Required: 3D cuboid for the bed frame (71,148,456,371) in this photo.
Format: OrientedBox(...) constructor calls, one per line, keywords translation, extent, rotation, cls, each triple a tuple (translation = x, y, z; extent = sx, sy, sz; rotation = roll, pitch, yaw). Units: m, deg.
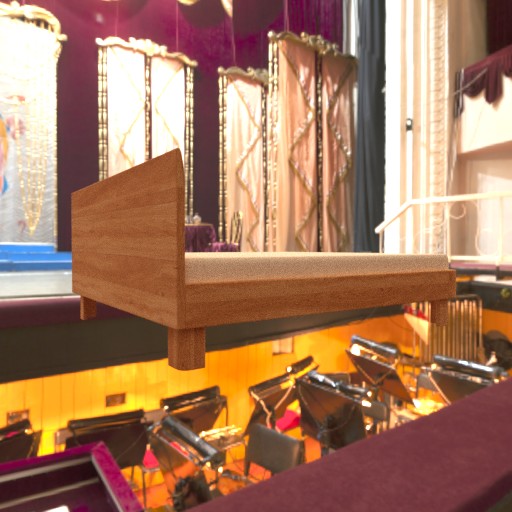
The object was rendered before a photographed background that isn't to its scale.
OrientedBox(translation=(0.000, 0.000, 3.181), extent=(2.092, 0.940, 1.872), rotation=(-1, 1, -35), cls="bed frame")
